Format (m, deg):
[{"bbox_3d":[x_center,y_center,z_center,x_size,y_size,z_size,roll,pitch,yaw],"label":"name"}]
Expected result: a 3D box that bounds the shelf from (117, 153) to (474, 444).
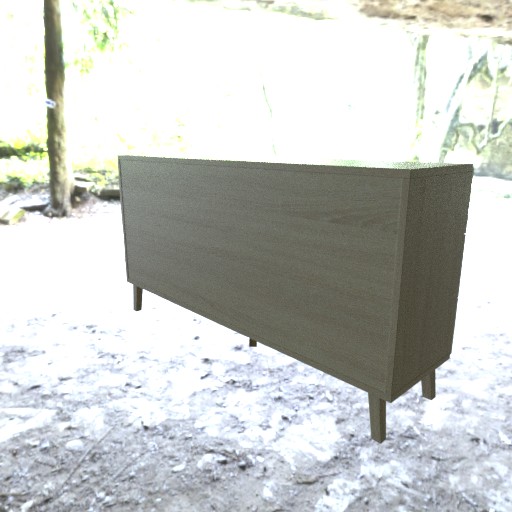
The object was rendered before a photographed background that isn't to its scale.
[{"bbox_3d":[0.000,0.000,1.807,0.400,0.780,1.490,-14,20,-42],"label":"shelf"}]
